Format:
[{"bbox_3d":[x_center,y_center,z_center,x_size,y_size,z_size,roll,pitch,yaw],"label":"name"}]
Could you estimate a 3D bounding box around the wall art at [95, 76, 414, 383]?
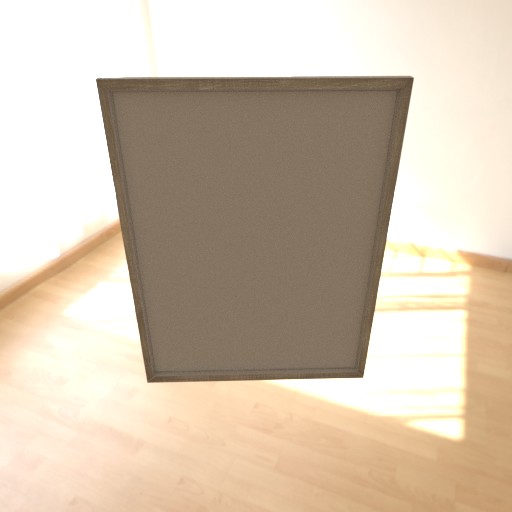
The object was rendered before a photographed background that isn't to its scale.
[{"bbox_3d":[0.000,0.000,1.353,0.781,1.022,0.035,-1,30,-2],"label":"wall art"}]
